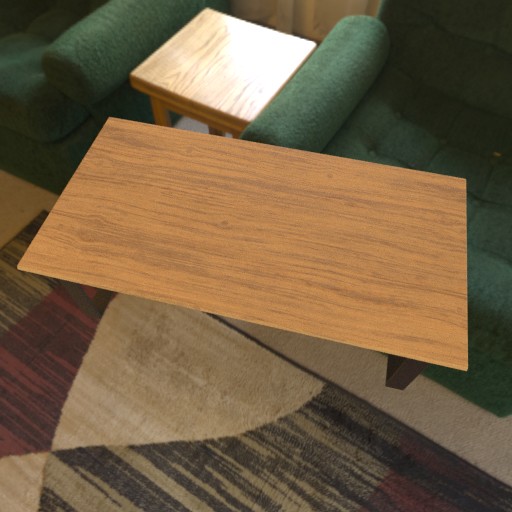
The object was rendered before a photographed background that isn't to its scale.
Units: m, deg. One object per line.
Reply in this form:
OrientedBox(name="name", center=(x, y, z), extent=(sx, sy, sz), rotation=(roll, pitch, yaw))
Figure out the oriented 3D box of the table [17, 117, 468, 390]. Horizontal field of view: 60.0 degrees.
OrientedBox(name="table", center=(0.000, 0.000, 1.626), extent=(1.331, 0.445, 0.693), rotation=(12, 59, 7))
